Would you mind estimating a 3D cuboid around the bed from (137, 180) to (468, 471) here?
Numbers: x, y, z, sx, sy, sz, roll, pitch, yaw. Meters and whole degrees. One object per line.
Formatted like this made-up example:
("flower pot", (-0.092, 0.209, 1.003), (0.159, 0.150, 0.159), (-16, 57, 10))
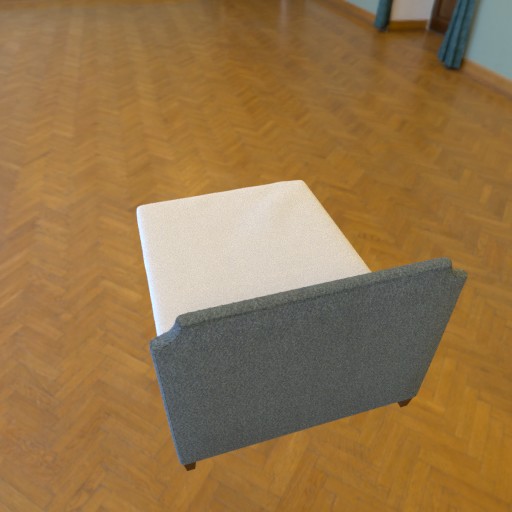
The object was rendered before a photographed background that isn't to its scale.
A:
("bed", (0.000, 0.000, 3.424), (1.712, 1.443, 2.372), (-11, 42, -13))
